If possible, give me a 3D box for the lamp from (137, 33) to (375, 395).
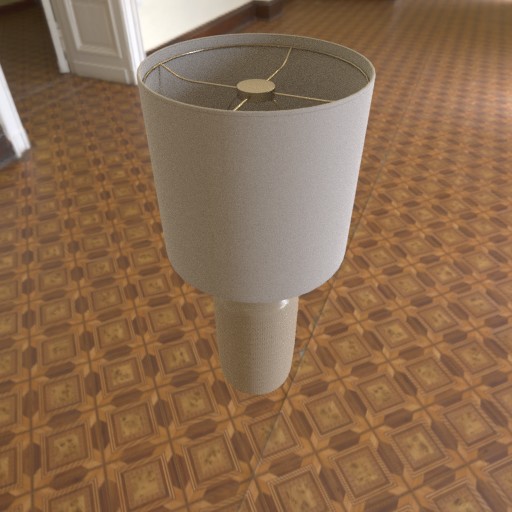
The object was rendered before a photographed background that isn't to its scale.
[{"bbox_3d":[0.000,0.000,0.572,0.220,0.475,0.220,25,47,26],"label":"lamp"}]
